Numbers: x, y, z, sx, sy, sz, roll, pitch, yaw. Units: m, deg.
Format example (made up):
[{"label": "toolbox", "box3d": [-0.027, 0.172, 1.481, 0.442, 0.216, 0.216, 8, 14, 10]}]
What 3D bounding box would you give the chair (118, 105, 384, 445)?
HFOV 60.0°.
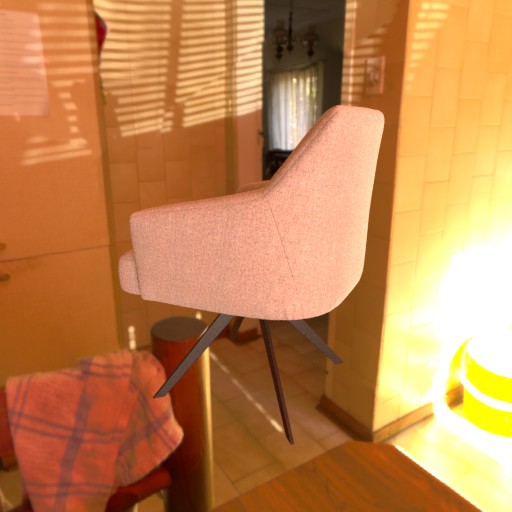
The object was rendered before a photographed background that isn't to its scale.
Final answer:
[{"label": "chair", "box3d": [0.000, 0.000, 1.389, 0.677, 0.874, 0.642, 8, 18, 26]}]
